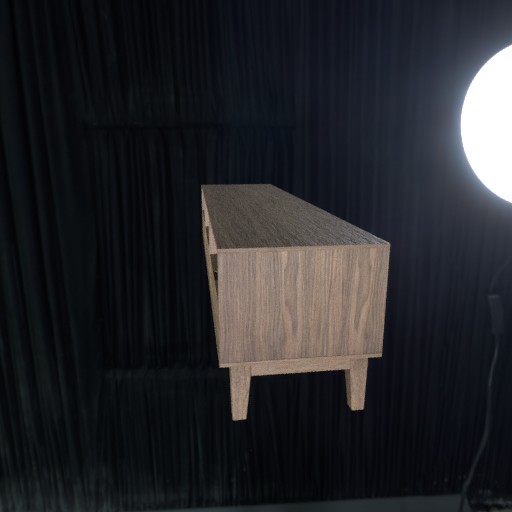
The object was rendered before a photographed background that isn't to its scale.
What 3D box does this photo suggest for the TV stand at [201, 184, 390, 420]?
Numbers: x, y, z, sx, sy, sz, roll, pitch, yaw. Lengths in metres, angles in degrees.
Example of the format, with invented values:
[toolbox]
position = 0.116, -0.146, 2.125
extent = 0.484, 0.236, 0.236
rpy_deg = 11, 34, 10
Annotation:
[TV stand]
position = 0.000, 0.000, 1.675
extent = 0.366, 0.409, 1.482
rpy_deg = -2, 14, -8
